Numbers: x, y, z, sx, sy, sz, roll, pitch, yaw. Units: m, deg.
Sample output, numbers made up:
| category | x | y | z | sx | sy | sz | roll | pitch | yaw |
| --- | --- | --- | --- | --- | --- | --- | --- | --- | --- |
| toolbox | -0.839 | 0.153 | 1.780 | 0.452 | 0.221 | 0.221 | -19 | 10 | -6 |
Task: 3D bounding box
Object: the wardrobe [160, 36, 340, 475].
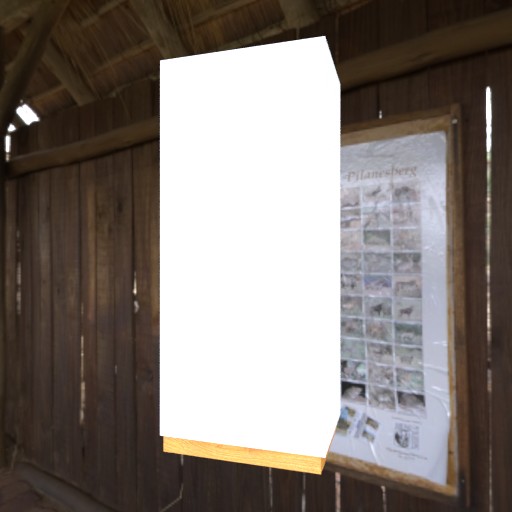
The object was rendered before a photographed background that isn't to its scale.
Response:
| category | x | y | z | sx | sy | sz | roll | pitch | yaw |
| --- | --- | --- | --- | --- | --- | --- | --- | --- | --- |
| wardrobe | 0.000 | 0.000 | 2.471 | 0.860 | 2.040 | 0.600 | 0 | 0 | 17 |
